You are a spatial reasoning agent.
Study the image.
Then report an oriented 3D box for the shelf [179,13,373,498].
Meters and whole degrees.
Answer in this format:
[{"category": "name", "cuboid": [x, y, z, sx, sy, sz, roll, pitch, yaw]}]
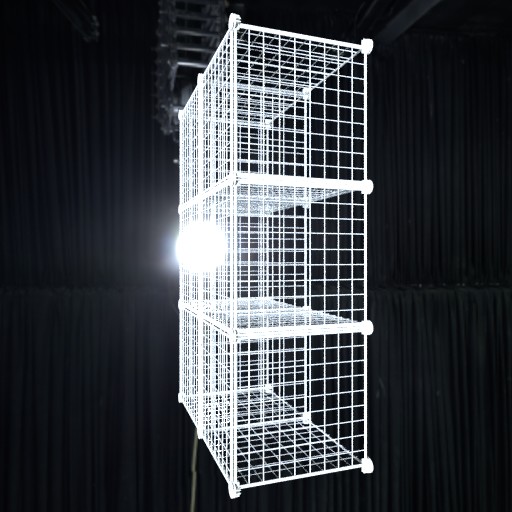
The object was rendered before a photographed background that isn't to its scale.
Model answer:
[{"category": "shelf", "cuboid": [0.000, 0.000, 1.357, 0.356, 1.067, 0.711, 0, 0, -19]}]
